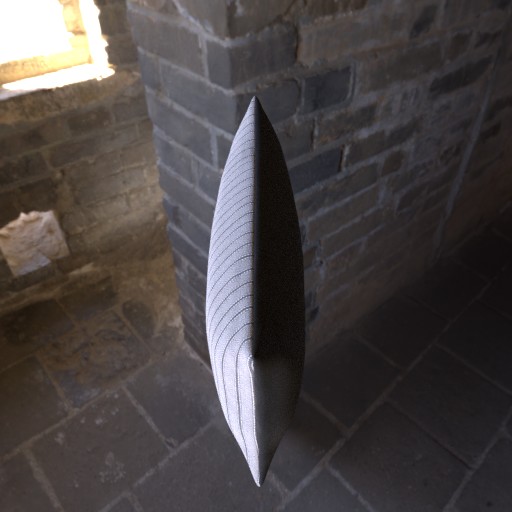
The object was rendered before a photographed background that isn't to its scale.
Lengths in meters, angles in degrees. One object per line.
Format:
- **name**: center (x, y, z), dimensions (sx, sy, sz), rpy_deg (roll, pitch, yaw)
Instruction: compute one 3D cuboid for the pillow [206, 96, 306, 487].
- **pillow**: center (0.000, 0.000, 0.726), dimensions (0.151, 0.305, 0.609), rpy_deg (0, 42, 0)
